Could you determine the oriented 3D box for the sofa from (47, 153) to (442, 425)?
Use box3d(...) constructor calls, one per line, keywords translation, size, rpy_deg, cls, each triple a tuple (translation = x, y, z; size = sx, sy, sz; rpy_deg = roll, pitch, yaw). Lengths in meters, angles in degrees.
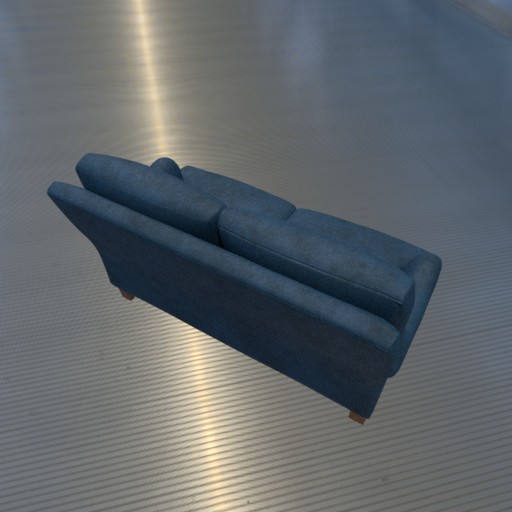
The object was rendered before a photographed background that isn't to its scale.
box3d(translation=(0.000, 0.000, 2.492), size=(1.853, 1.101, 1.084), rpy_deg=(23, 49, 21), cls="sofa")
